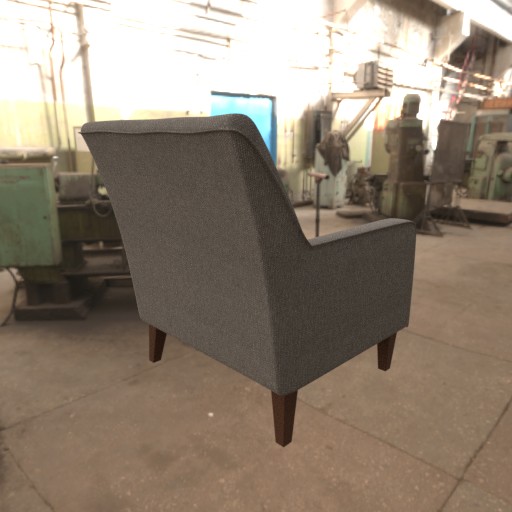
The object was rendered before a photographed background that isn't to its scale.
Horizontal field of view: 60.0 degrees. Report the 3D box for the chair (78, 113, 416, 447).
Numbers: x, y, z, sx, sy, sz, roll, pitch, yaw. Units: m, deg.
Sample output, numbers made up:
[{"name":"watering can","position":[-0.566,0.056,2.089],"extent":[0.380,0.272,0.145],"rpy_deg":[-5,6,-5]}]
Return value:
[{"name":"chair","position":[0.000,0.000,1.585],"extent":[0.899,0.919,0.780],"rpy_deg":[-14,20,-42]}]
